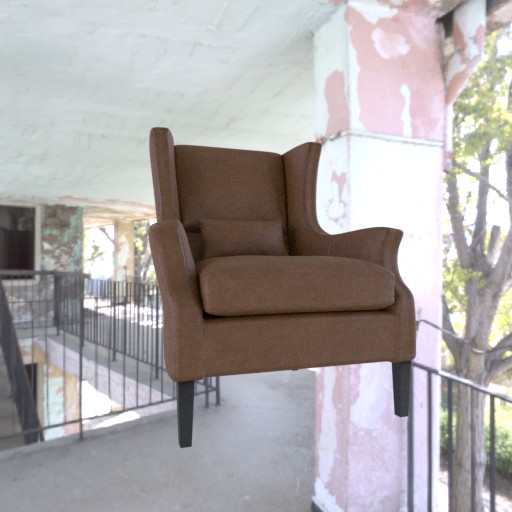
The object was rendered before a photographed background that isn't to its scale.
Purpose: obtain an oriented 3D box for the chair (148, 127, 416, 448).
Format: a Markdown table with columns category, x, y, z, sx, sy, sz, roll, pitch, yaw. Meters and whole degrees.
| category | x | y | z | sx | sy | sz | roll | pitch | yaw |
| --- | --- | --- | --- | --- | --- | --- | --- | --- | --- |
| chair | 0.000 | 0.000 | 1.688 | 0.852 | 1.016 | 0.925 | 0 | -1 | -19 |
